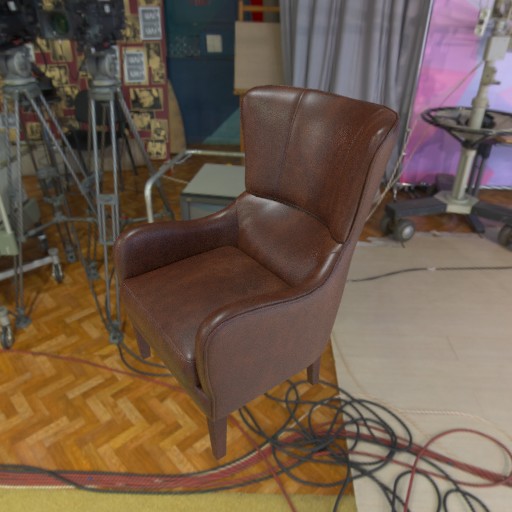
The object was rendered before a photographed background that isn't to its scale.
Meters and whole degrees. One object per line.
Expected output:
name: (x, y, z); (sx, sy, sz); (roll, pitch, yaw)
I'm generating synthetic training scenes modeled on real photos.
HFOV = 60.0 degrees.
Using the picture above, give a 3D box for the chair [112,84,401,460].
chair: (0.000, 0.000, 1.647); (0.914, 1.048, 0.692); (-22, 38, -31)
